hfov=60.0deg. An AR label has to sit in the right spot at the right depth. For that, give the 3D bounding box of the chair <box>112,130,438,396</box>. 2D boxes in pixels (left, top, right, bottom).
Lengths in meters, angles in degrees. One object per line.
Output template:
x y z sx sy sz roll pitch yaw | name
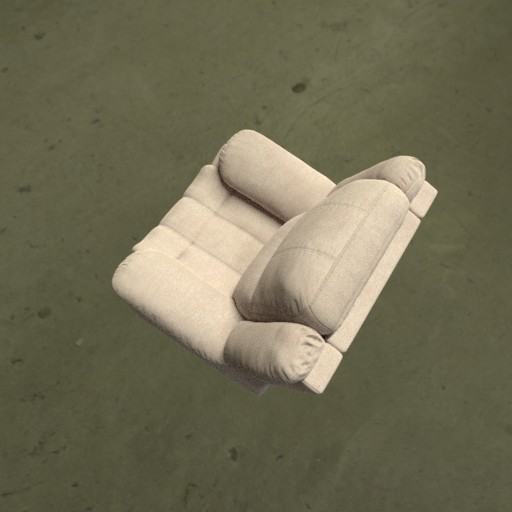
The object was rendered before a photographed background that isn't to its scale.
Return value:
0.000 0.000 1.773 0.944 1.008 0.899 31 68 14 | chair
